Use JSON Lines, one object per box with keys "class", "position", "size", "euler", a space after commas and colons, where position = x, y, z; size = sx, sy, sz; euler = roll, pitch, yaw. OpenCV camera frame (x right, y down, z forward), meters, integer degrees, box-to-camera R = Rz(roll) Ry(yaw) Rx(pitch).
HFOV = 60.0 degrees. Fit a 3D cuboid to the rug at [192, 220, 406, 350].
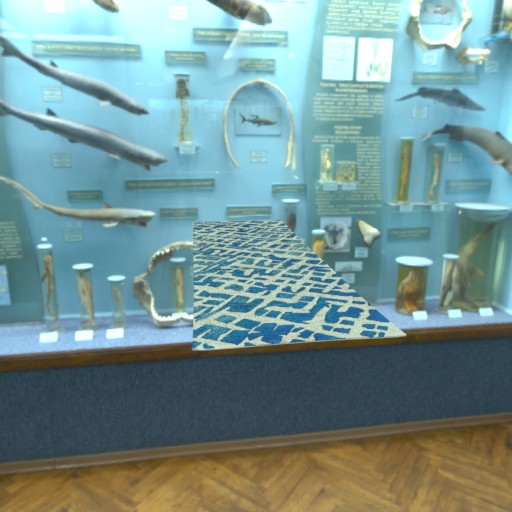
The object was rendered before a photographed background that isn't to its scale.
{"class": "rug", "position": [0.000, 0.000, 2.708], "size": [0.768, 0.011, 2.446], "euler": [-2, 15, -8]}
